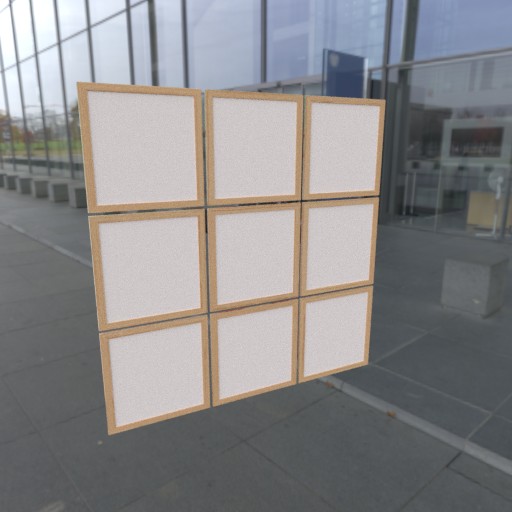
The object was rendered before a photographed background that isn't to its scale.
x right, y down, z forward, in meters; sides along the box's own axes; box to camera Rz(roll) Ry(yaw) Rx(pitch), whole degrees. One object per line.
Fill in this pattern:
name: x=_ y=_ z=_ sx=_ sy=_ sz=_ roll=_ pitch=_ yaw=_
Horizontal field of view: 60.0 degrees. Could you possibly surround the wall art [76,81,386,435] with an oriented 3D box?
wall art: x=0.000 y=0.000 z=2.186 sx=1.517 sy=1.523 sz=0.013 roll=-7 pitch=15 yaw=-26
